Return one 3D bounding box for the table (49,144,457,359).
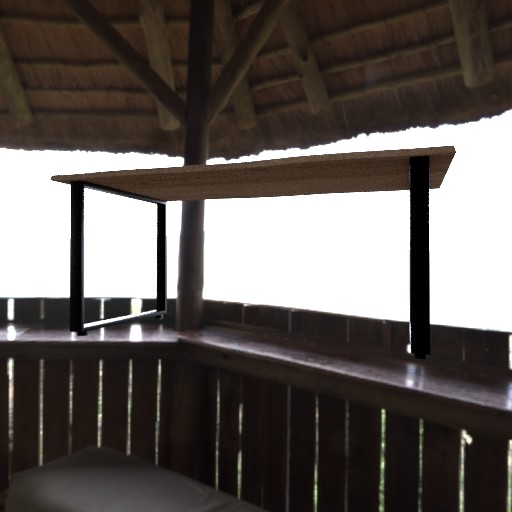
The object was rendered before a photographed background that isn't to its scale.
[{"bbox_3d":[0.000,0.000,2.267,1.800,0.780,0.900,0,-1,19],"label":"table"}]
